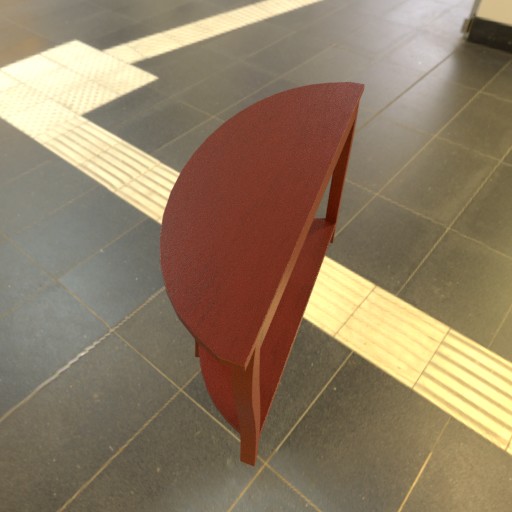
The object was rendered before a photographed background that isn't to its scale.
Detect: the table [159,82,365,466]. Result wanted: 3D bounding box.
[{"bbox_3d":[0.000,0.000,1.587,0.405,0.779,1.219,15,50,13],"label":"table"}]
